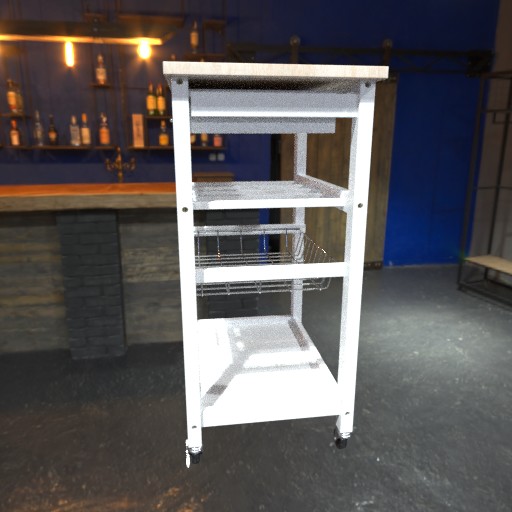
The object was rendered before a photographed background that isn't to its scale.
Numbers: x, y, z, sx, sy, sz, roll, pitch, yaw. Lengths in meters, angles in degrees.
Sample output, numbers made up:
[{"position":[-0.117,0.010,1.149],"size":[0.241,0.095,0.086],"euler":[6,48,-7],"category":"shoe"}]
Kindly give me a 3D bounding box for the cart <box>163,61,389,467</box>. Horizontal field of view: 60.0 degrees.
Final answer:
[{"position":[0.000,0.000,1.169],"size":[0.406,0.857,0.578],"euler":[-2,15,-8],"category":"cart"}]
